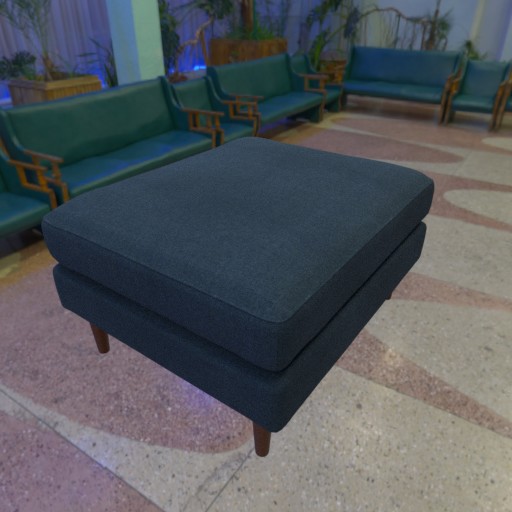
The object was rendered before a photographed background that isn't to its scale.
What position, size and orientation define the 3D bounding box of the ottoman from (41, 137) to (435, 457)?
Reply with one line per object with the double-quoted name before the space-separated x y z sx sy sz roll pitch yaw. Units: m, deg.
"ottoman" 0.000 0.000 1.232 0.693 0.474 0.821 20 36 30
